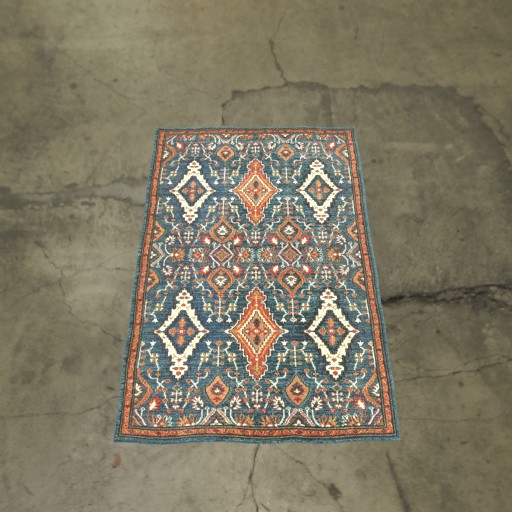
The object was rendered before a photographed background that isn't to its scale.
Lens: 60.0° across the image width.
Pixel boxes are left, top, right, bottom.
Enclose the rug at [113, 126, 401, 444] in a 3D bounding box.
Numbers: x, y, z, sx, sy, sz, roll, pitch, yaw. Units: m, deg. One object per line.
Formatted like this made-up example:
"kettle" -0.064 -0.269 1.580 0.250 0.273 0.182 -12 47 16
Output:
"rug" 0.000 0.000 3.025 1.622 0.009 2.373 0 62 0
